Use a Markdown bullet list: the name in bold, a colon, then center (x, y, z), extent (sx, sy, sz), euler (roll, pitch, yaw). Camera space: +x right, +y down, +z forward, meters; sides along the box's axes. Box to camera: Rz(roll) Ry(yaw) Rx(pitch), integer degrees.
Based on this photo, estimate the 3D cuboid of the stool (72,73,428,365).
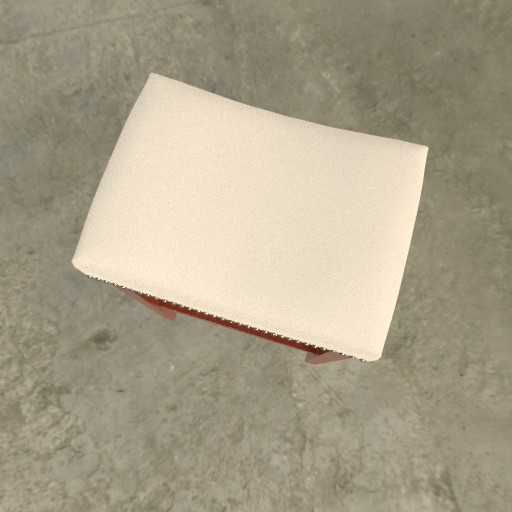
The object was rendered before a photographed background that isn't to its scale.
- **stool**: center (0.000, 0.000, 1.038), extent (0.504, 0.742, 0.372), euler (16, 76, 4)
